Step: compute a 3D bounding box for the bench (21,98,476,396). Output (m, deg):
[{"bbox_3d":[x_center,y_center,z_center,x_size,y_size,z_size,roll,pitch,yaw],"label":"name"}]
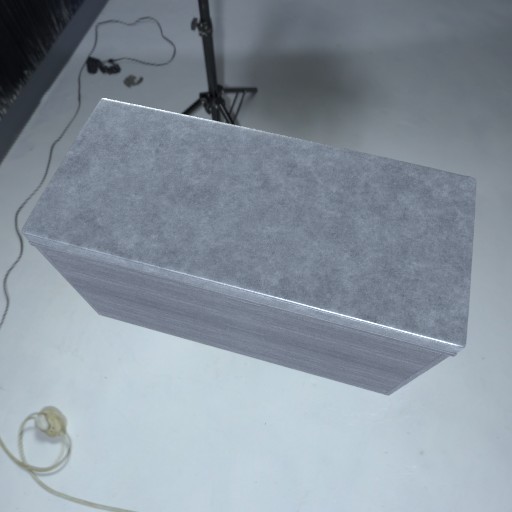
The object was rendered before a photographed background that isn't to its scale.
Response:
[{"bbox_3d":[0.000,0.000,1.163,0.905,0.501,0.401,14,64,7],"label":"bench"}]
